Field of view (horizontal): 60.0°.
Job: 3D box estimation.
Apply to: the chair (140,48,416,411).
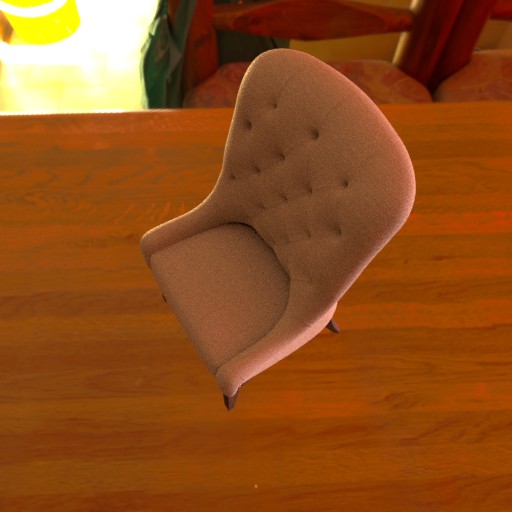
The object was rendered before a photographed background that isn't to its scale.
[{"bbox_3d":[0.000,0.000,1.460,0.629,1.091,0.634,-29,66,-14],"label":"chair"}]
